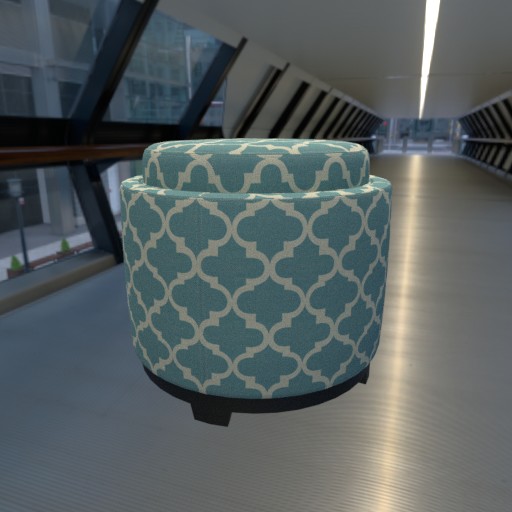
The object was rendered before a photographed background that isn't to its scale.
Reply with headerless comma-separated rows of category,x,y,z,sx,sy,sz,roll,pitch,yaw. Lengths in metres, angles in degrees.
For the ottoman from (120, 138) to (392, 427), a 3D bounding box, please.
ottoman,0.000,0.000,0.841,0.480,0.429,0.480,0,16,0
